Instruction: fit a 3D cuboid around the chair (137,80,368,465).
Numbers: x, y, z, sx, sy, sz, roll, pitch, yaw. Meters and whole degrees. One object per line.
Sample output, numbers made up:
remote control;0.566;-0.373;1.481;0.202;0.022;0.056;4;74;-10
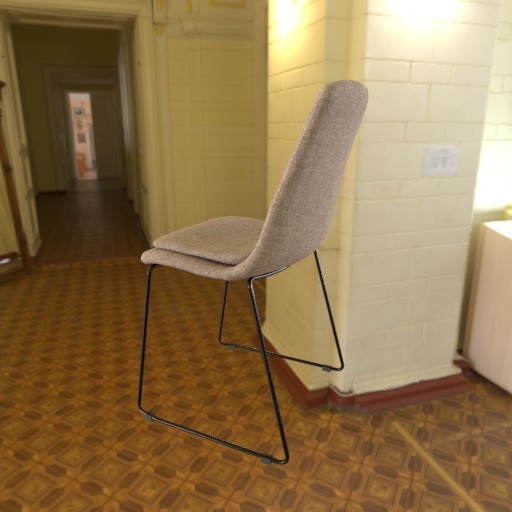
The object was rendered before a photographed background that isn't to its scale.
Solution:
chair;0.000;0.000;1.192;0.518;0.858;0.479;8;18;25
